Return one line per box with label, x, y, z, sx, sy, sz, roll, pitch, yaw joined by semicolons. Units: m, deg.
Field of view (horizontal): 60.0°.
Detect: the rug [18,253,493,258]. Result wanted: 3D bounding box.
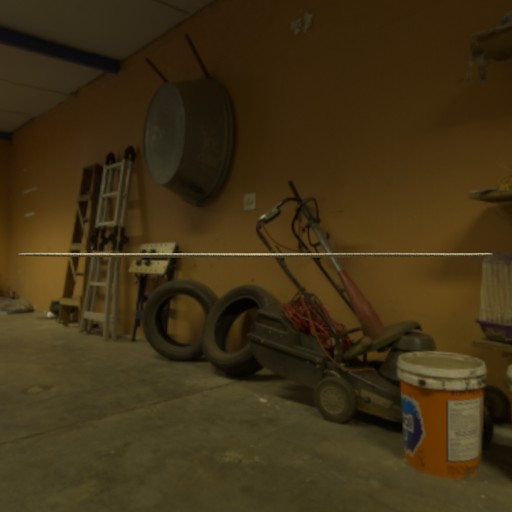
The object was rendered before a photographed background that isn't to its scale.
rug;0.000;0.000;4.343;3.381;0.026;2.436;0;0;1
